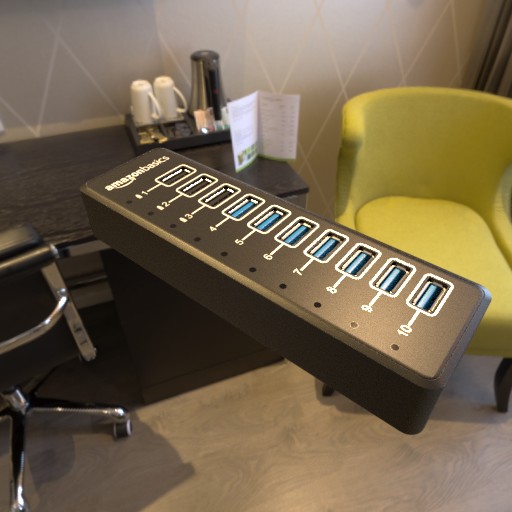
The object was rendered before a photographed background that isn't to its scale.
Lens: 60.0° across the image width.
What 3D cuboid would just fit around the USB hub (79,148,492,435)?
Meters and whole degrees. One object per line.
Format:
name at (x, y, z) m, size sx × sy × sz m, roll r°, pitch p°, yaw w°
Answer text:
USB hub at (0.000, 0.000, 0.158) m, size 0.145 × 0.023 × 0.044 m, roll 28°, pitch 48°, yaw 28°
